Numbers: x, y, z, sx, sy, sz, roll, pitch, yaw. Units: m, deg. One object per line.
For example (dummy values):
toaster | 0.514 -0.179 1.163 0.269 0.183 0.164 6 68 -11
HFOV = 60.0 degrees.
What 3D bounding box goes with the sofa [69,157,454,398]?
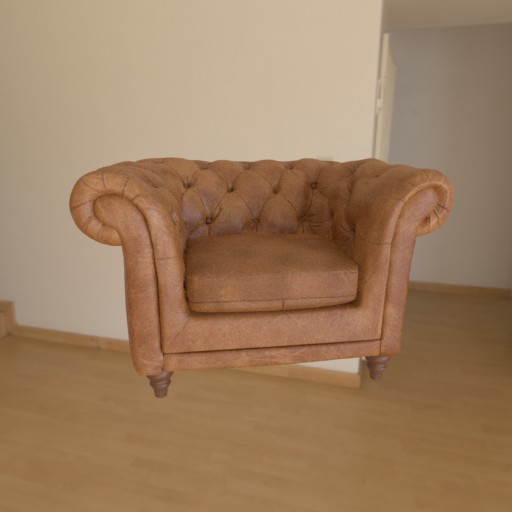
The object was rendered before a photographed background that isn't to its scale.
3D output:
sofa | 0.000 0.000 2.061 1.405 0.878 1.033 -2 15 -8
